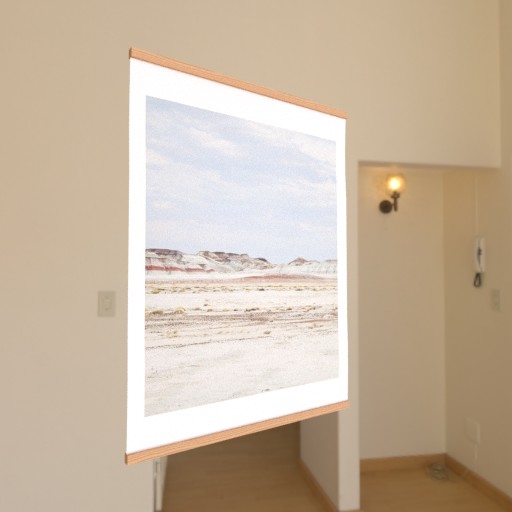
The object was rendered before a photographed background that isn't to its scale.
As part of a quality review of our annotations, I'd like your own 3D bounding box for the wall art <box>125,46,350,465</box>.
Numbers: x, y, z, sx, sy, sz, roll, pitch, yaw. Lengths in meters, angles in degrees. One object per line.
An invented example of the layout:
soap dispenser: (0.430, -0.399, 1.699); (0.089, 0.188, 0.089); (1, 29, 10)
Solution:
wall art: (0.000, 0.000, 0.779); (0.458, 0.605, 0.011); (1, -2, -36)
